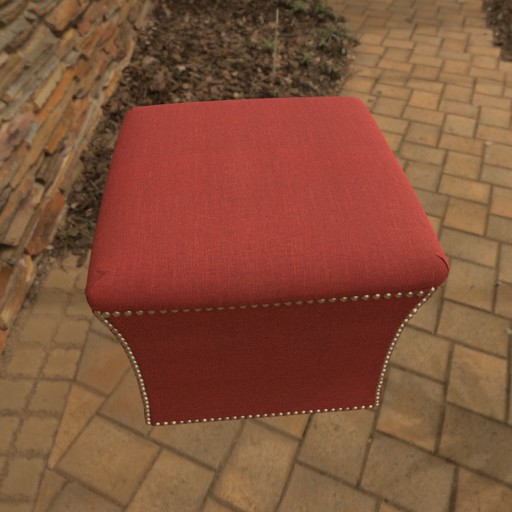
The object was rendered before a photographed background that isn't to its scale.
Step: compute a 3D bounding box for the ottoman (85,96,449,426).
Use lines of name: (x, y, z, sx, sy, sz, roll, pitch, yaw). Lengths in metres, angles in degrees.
ottoman: (0.000, 0.000, 0.886, 0.507, 0.475, 0.497, -3, 47, -3)
